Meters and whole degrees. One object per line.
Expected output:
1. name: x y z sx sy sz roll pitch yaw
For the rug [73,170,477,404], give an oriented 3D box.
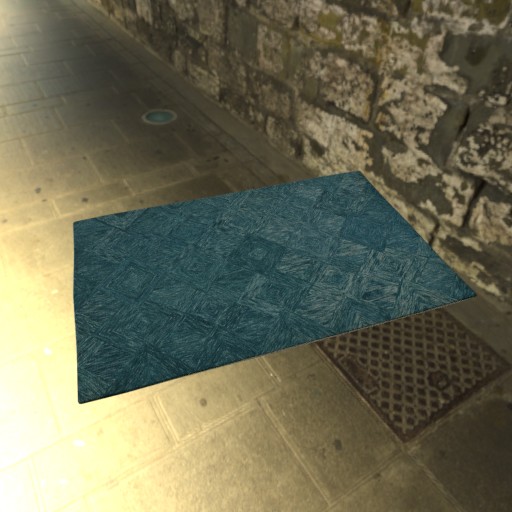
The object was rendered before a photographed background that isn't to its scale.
1. rug: 0.000 0.000 2.189 1.728 0.017 1.136 -12 43 -13
